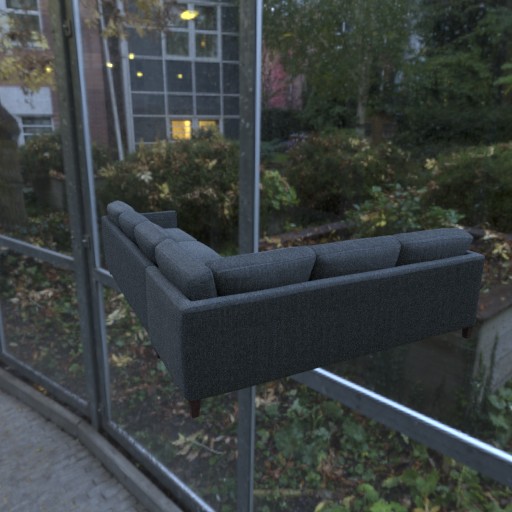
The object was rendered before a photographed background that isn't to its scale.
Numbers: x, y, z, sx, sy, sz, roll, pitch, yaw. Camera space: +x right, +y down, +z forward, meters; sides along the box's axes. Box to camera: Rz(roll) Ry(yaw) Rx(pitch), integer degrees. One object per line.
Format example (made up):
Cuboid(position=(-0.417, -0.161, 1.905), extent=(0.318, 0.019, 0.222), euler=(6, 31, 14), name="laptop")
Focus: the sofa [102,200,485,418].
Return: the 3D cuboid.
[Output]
Cuboid(position=(0.000, 0.000, 4.509), extent=(2.593, 0.947, 3.302), euler=(-8, 17, -25), name="sofa")
